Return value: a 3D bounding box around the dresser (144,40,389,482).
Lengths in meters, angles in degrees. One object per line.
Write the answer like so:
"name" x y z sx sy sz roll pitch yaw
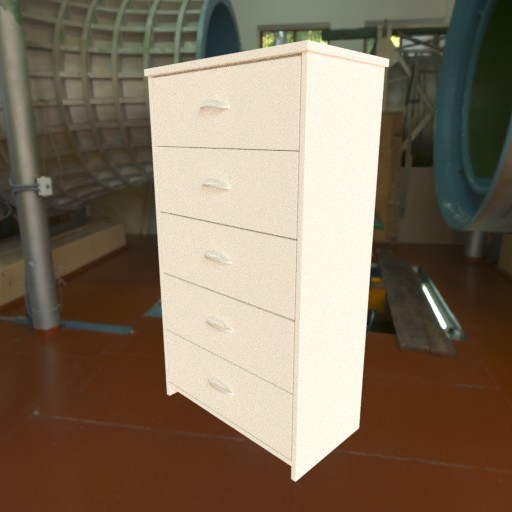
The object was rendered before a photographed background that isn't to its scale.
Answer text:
"dresser" 0.000 0.000 1.566 0.704 1.255 0.399 15 21 42
